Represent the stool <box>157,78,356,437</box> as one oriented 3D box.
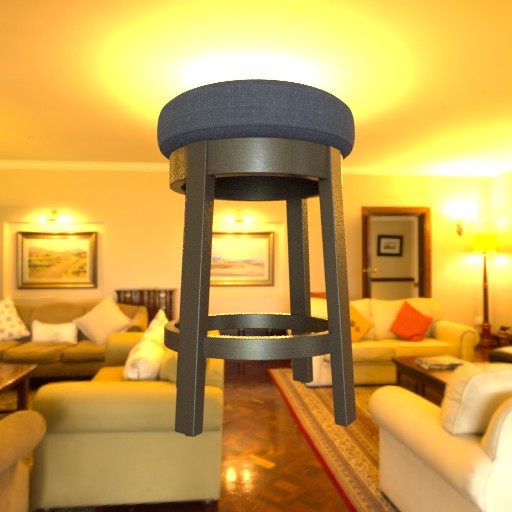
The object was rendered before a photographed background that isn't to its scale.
[{"bbox_3d":[0.000,0.000,0.981,0.449,0.655,0.449,0,-1,0],"label":"stool"}]
